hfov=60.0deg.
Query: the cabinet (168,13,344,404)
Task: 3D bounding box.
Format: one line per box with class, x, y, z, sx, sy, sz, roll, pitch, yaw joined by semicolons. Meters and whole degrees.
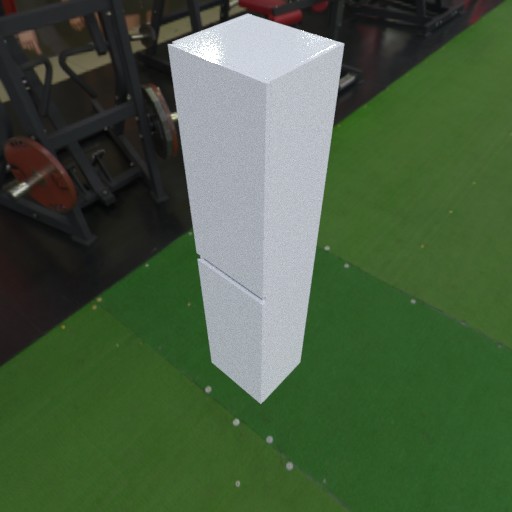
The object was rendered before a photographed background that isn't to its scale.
cabinet;0.000;0.000;1.517;0.300;1.400;0.270;33;54;28
